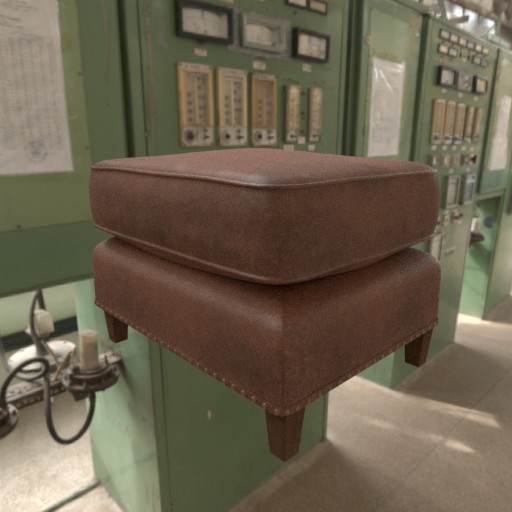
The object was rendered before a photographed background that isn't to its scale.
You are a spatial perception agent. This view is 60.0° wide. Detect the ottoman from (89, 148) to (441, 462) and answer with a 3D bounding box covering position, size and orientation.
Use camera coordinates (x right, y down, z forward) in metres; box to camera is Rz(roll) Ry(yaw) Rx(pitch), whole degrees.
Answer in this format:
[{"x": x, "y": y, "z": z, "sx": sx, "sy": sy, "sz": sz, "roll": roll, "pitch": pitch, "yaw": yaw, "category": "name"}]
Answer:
[{"x": 0.000, "y": 0.000, "z": 1.133, "sx": 0.589, "sy": 0.537, "sz": 0.738, "roll": -14, "pitch": 20, "yaw": -42, "category": "ottoman"}]
